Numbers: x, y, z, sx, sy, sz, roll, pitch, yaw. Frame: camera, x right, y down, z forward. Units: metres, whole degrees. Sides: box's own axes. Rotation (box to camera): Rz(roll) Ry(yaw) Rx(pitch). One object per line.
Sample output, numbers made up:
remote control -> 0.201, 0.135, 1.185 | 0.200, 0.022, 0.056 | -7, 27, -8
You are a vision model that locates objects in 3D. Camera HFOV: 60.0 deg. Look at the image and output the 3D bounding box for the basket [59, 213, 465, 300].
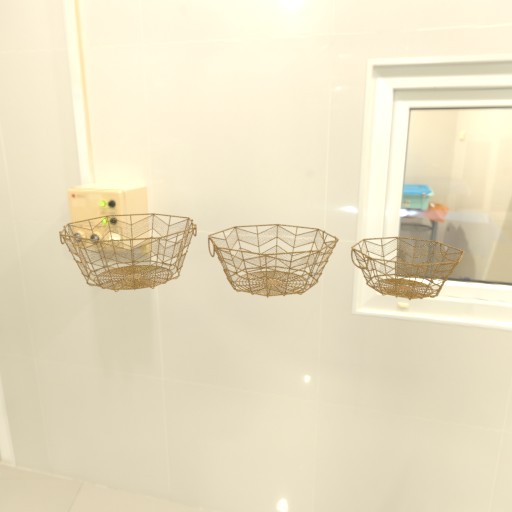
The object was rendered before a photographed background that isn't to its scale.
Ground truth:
basket -> 0.000, 0.000, 1.398 | 1.245, 0.178, 0.432 | 2, 16, 7
